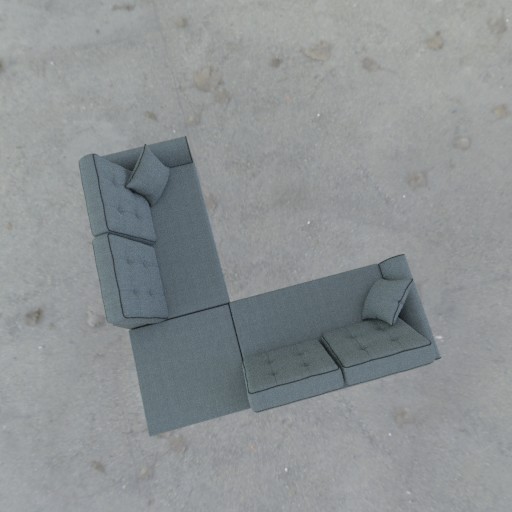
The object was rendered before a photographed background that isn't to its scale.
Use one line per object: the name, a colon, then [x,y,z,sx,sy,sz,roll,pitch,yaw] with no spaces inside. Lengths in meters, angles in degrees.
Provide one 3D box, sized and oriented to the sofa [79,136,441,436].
sofa: [0.000,0.000,3.274,2.068,0.988,2.070,-15,77,-3]
